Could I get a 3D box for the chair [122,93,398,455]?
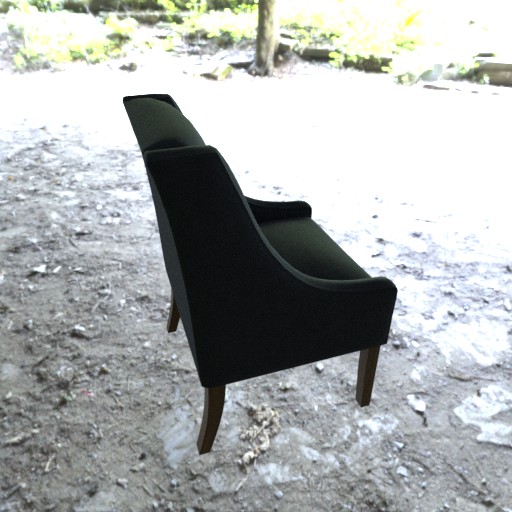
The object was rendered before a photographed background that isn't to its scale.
[{"bbox_3d":[0.000,0.000,1.364,0.629,0.895,0.629,-10,32,-16],"label":"chair"}]
